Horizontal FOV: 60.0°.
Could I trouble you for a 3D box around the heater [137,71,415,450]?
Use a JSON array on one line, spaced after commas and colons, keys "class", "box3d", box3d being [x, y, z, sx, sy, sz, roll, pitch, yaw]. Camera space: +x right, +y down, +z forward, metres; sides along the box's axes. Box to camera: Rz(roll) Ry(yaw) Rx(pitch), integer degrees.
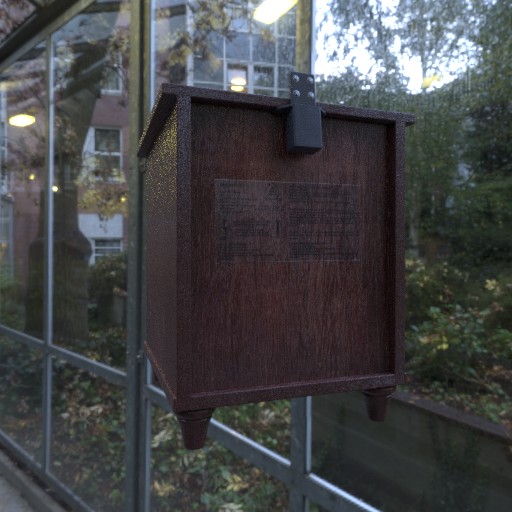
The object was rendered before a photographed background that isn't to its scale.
[{"class": "heater", "box3d": [0.000, 0.000, 0.750, 0.362, 0.481, 0.400, 0, 0, -20]}]
